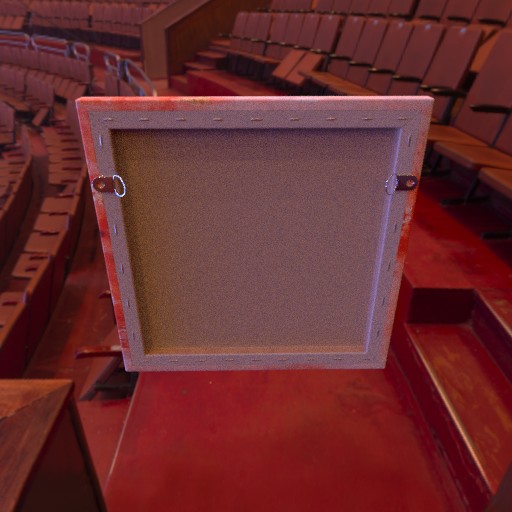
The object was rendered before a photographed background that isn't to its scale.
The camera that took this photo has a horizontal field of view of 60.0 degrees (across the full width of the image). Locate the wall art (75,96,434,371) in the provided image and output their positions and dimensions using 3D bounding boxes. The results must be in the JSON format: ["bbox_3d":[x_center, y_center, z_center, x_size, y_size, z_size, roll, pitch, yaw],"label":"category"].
[{"bbox_3d":[0.000,0.000,1.101,0.747,0.746,0.064,0,29,-1],"label":"wall art"}]
